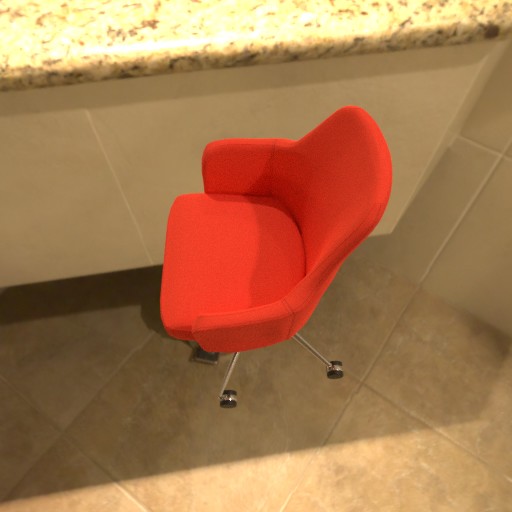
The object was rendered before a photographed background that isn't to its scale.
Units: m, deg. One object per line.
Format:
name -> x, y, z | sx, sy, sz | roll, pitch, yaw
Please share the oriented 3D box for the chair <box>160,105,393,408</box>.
chair -> 0.000, 0.000, 1.265 | 0.600, 0.820, 0.655 | -1, 58, -1
